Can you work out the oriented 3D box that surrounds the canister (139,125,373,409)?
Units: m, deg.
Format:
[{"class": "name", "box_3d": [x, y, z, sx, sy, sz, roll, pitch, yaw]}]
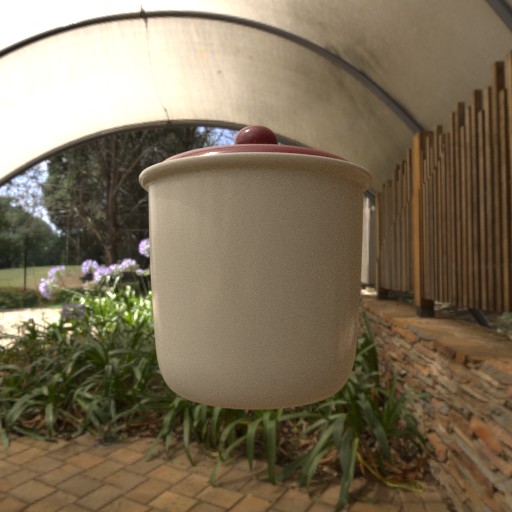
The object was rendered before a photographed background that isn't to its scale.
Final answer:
[{"class": "canister", "box_3d": [0.000, 0.000, 0.354, 0.182, 0.208, 0.182, 0, -2, 0]}]
